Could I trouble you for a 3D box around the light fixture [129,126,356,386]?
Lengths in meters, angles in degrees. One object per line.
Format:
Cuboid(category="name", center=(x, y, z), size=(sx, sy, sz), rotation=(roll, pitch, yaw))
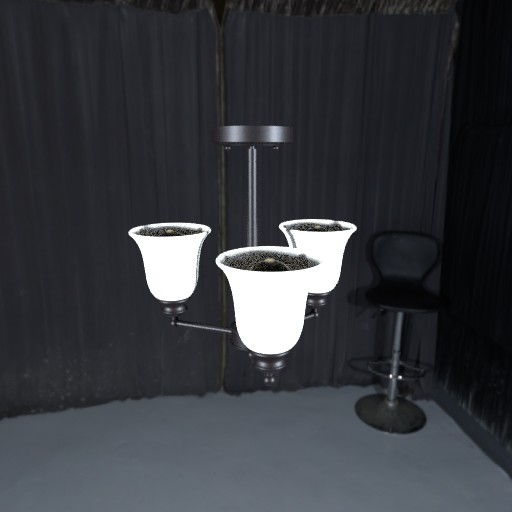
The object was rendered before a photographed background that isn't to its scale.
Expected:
Cuboid(category="light fixture", center=(0.000, 0.000, 0.660), size=(0.388, 0.370, 0.354), rotation=(-2, 14, -9))
